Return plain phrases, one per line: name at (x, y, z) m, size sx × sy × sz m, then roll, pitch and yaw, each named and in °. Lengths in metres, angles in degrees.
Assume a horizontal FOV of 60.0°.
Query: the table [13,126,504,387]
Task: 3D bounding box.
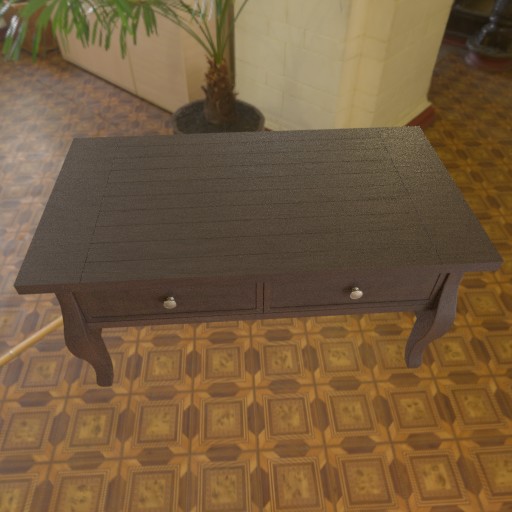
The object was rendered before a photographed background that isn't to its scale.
table at (0.000, 0.000, 1.336) m, size 1.062 × 0.494 × 0.600 m, roll -3°, pitch 46°, yaw -3°
